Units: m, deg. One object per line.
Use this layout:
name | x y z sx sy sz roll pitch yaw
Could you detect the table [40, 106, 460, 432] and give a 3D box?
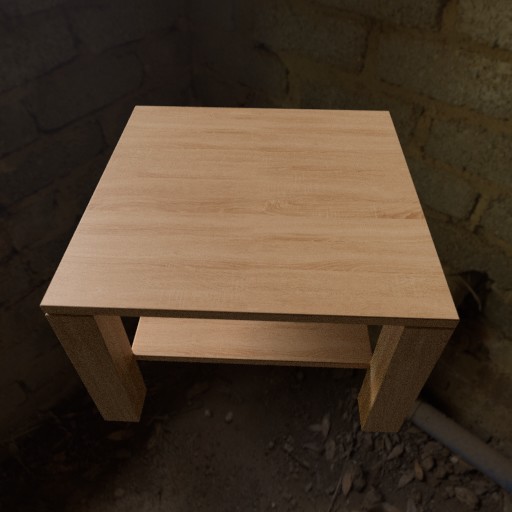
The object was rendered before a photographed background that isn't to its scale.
table | 0.000 0.000 1.140 0.700 0.450 0.700 2 46 2
